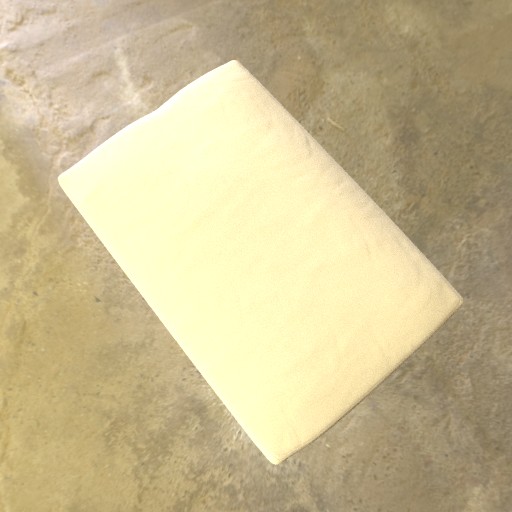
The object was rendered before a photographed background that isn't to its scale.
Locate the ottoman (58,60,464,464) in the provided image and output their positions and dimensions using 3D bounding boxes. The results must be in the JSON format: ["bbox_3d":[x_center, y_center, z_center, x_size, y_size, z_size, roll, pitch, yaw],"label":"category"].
[{"bbox_3d":[0.000,0.000,1.196,0.590,0.444,0.872,-38,78,-10],"label":"ottoman"}]
